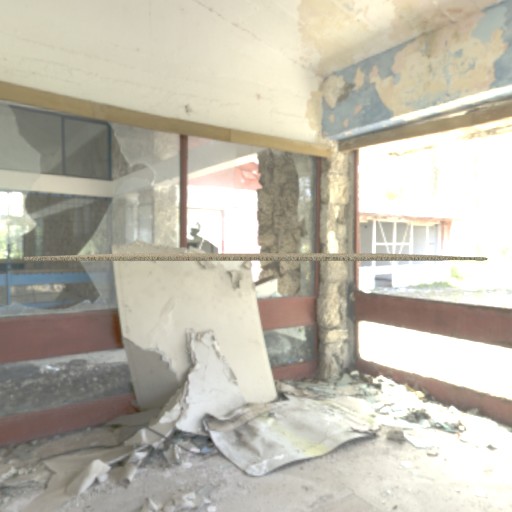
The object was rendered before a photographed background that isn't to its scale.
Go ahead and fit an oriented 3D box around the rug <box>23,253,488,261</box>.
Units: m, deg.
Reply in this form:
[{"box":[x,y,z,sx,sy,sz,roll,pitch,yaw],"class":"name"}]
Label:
[{"box":[0.000,0.000,4.057,3.000,0.025,2.400,0,1,0],"class":"rug"}]
